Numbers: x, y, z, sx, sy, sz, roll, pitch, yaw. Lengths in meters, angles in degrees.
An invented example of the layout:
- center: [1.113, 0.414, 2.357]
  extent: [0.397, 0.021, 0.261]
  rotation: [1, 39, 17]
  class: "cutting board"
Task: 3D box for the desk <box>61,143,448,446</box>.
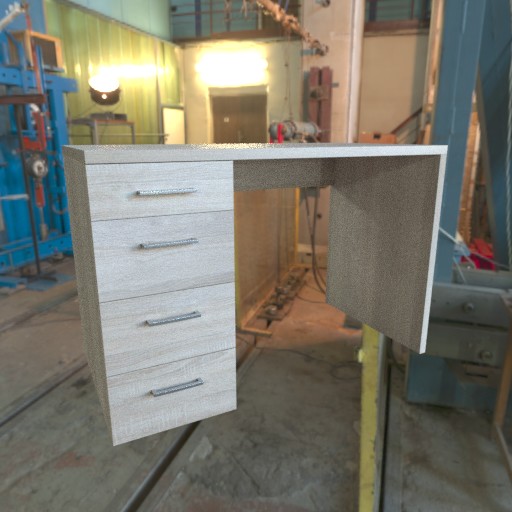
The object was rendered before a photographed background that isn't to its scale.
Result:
- center: [0.000, 0.000, 1.509]
  extent: [1.100, 0.731, 0.600]
  rotation: [-8, 17, -26]
  class: "desk"
